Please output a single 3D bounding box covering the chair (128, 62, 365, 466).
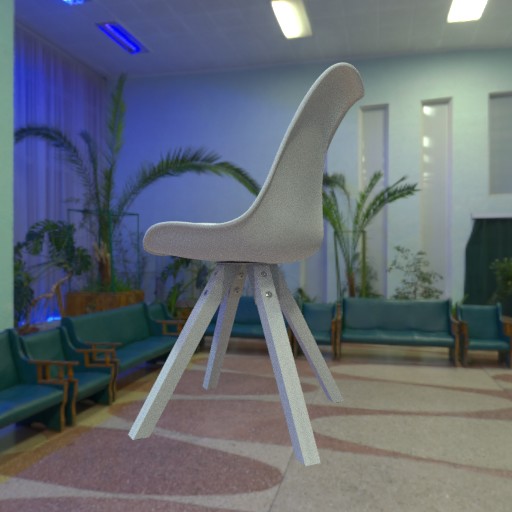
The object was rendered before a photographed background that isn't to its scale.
[{"bbox_3d":[0.000,0.000,1.158,0.550,0.850,0.485,0,0,18],"label":"chair"}]
